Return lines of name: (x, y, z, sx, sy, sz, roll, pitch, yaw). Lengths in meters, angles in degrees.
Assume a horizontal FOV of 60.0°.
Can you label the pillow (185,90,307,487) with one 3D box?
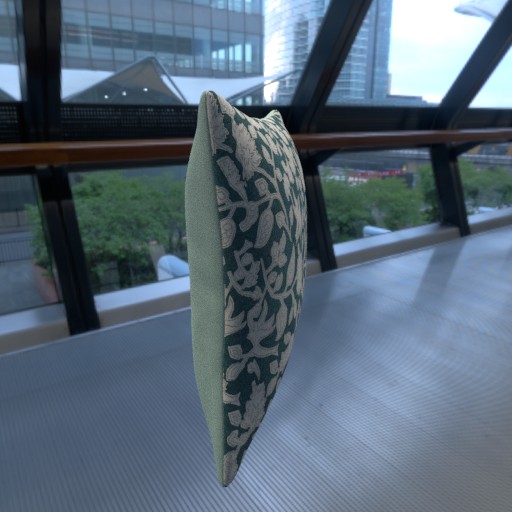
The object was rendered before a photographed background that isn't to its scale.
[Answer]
pillow: (0.000, 0.000, 0.778, 0.166, 0.508, 0.525, 3, 16, 10)
